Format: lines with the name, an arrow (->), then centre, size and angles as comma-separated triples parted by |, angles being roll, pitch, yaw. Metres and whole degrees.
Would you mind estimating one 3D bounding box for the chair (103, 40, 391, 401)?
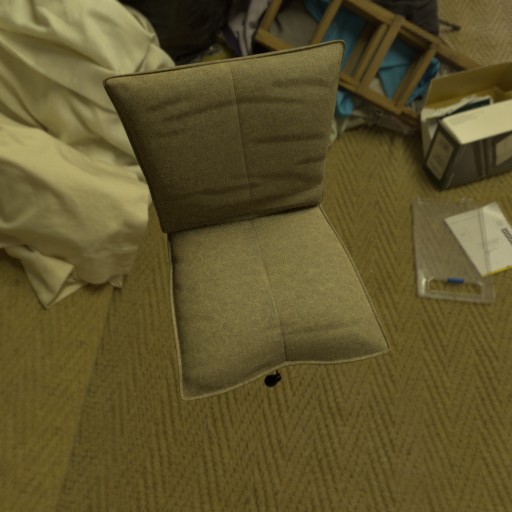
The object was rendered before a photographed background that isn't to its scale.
chair -> 0.000, 0.000, 1.261 | 0.597, 0.811, 0.696 | -11, 62, -6
